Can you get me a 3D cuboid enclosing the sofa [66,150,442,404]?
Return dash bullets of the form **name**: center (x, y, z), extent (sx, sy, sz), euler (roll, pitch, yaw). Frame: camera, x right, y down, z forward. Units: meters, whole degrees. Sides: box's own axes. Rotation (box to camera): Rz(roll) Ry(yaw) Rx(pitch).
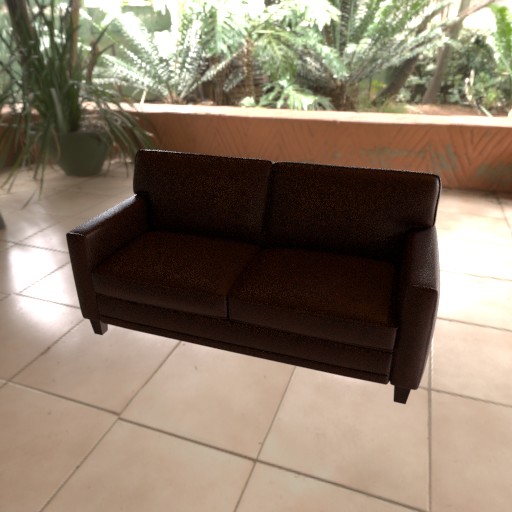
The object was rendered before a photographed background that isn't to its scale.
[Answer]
- **sofa**: center (0.000, 0.000, 2.452), extent (1.876, 0.928, 0.912), euler (8, 27, 17)
